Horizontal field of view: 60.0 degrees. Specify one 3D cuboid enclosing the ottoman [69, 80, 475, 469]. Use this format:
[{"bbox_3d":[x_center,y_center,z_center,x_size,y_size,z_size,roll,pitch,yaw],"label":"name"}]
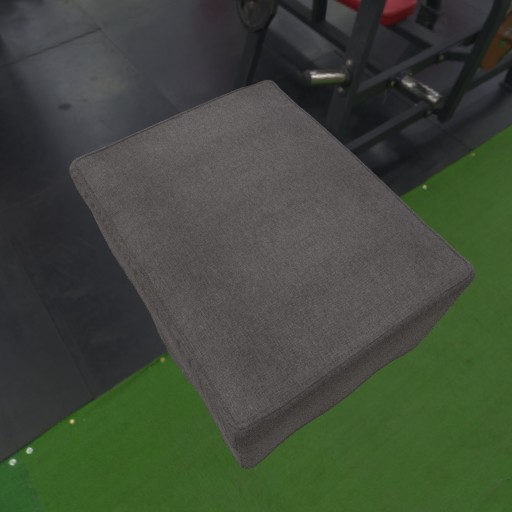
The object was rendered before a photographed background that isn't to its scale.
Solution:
[{"bbox_3d":[0.000,0.000,1.221,0.652,0.492,0.833,-30,63,-17],"label":"ottoman"}]
